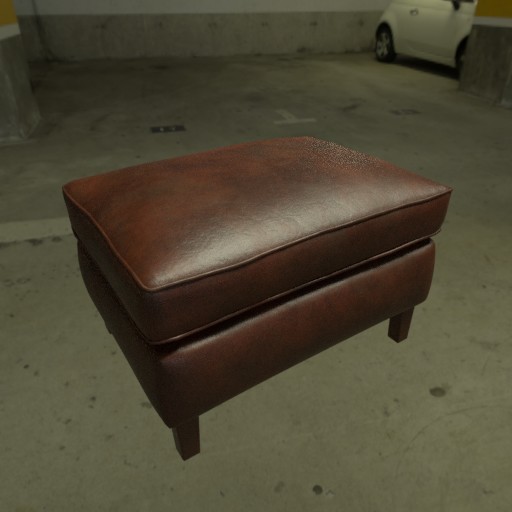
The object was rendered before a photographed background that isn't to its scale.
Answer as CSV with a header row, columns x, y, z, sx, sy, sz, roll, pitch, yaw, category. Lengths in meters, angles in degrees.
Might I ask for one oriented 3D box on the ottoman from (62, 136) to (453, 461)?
x,y,z,sx,sy,sz,roll,pitch,yaw,category
0.000,0.000,0.967,0.665,0.432,0.501,-19,35,-28,ottoman
